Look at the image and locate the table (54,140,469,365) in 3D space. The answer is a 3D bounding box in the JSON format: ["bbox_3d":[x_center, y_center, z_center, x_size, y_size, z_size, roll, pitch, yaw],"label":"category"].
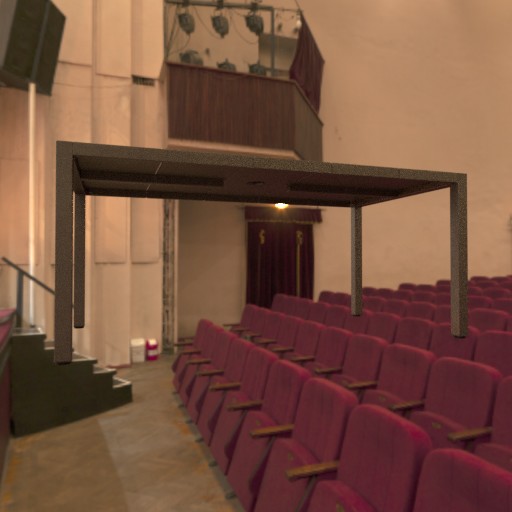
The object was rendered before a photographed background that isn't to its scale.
[{"bbox_3d":[0.000,0.000,2.135,1.680,0.735,0.914,0,-1,-19],"label":"table"}]
